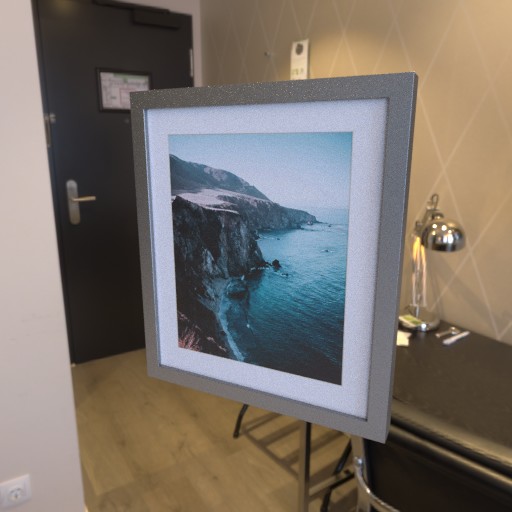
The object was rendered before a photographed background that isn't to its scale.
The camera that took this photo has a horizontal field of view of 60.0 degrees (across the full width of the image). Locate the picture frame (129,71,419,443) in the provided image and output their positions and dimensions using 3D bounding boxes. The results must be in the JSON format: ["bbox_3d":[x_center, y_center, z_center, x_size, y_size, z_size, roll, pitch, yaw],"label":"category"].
[{"bbox_3d":[0.000,0.000,1.332,0.839,0.968,0.073,7,15,26],"label":"picture frame"}]
